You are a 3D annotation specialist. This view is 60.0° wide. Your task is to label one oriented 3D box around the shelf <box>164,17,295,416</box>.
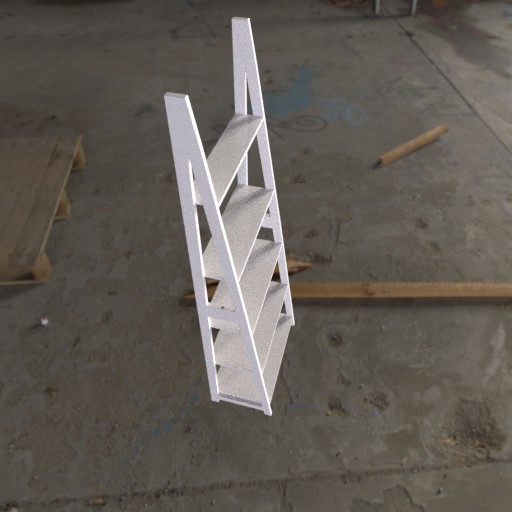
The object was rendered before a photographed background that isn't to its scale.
[{"bbox_3d":[0.000,0.000,2.008,0.341,1.779,0.636,11,47,10],"label":"shelf"}]
